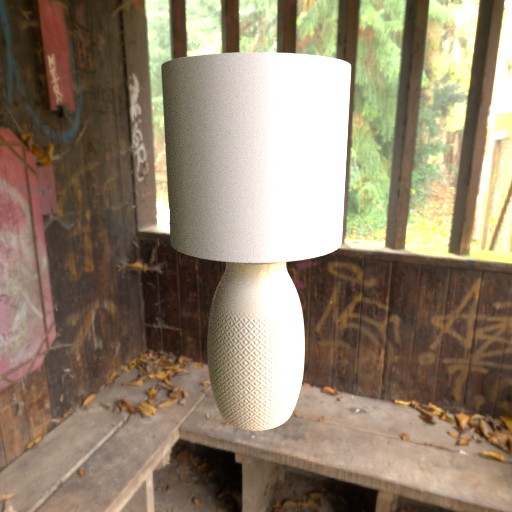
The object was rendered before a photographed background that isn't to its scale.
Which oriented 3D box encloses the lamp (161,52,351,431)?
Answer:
[{"bbox_3d":[0.000,0.000,0.576,0.217,0.453,0.217,-2,16,-8],"label":"lamp"}]
